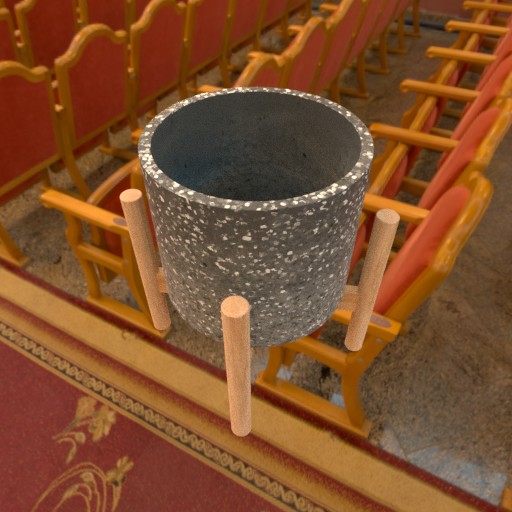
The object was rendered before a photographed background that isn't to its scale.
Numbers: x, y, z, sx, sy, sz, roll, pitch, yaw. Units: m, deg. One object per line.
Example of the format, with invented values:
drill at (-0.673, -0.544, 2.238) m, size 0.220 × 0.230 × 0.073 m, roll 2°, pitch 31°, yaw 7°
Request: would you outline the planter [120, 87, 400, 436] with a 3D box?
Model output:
planter at (0.000, 0.000, 0.536) m, size 0.284 × 0.320 × 0.284 m, roll 22°, pitch 49°, yaw 21°
